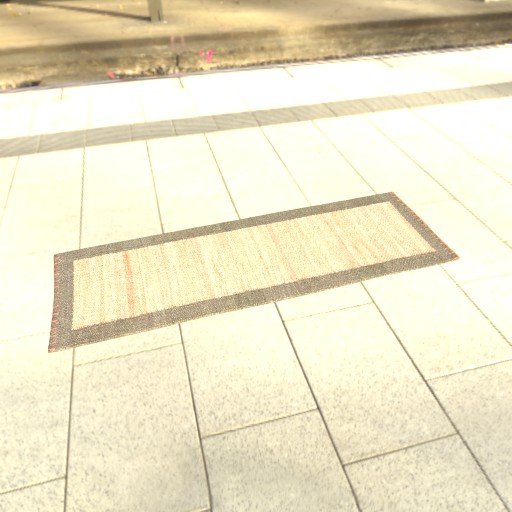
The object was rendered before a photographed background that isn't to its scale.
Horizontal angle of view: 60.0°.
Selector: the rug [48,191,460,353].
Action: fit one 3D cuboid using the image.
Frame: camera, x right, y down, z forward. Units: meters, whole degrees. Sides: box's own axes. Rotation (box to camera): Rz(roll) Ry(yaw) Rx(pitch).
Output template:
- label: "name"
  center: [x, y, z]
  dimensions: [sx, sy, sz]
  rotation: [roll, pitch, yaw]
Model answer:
- label: "rug"
  center: [0.000, 0.000, 2.764]
  dimensions: [2.413, 0.016, 0.810]
  rotation: [-11, 42, -13]
